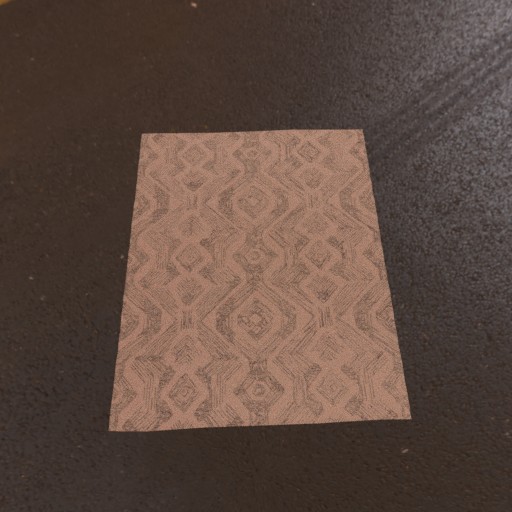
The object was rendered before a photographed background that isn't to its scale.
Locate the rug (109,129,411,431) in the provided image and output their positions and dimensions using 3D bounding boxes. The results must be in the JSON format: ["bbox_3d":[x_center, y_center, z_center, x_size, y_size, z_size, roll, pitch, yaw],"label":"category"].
[{"bbox_3d":[0.000,0.000,4.203,2.430,0.030,3.054,-1,64,-1],"label":"rug"}]
